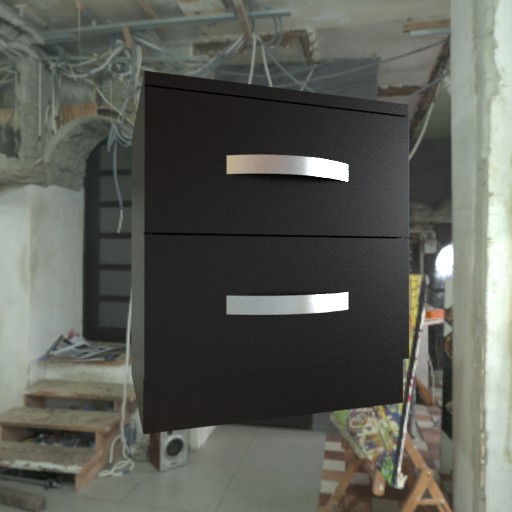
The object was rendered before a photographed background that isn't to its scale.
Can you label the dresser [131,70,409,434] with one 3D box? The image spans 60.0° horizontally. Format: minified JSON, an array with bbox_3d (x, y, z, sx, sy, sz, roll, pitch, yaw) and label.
[{"bbox_3d":[0.000,0.000,0.771,0.400,0.470,0.360,0,0,-18],"label":"dresser"}]
